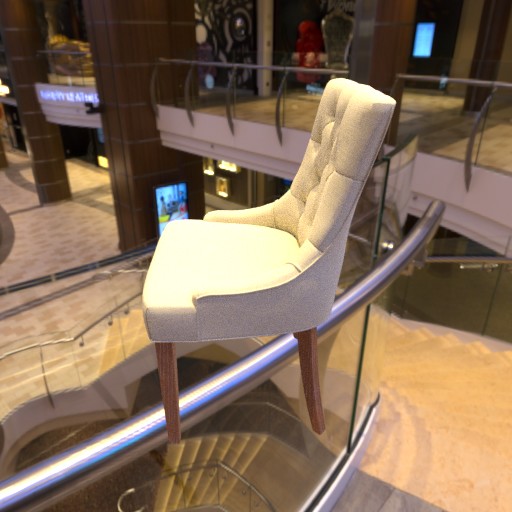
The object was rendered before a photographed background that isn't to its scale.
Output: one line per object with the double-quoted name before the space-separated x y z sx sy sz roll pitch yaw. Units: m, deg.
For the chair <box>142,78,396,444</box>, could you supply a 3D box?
"chair" 0.000 0.000 1.207 0.565 0.874 0.509 -1 27 -3
